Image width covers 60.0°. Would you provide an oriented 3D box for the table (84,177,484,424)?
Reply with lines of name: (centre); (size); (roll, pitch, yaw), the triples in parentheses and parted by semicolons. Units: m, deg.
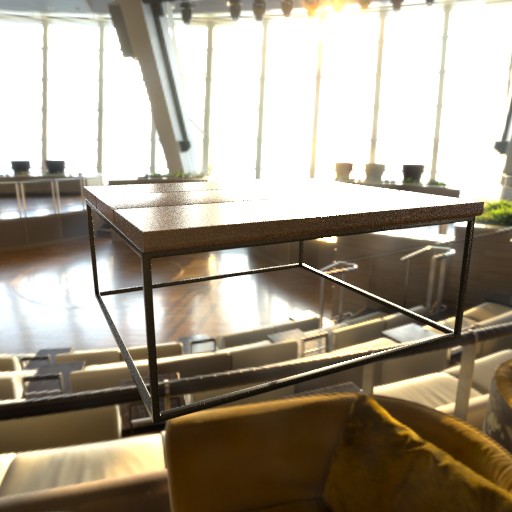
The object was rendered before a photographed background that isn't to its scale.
table: (0.000, 0.000, 1.415); (0.900, 0.400, 0.900); (-7, 16, -26)
